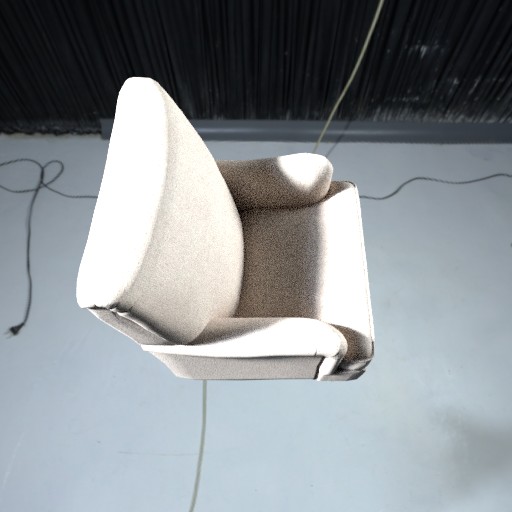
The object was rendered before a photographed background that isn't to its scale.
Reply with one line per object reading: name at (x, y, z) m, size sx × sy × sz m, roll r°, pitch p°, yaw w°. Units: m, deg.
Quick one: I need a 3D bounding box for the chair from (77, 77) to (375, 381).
chair at (0.000, 0.000, 1.818) m, size 0.953 × 1.119 × 0.879 m, roll 1°, pitch 62°, yaw 0°
